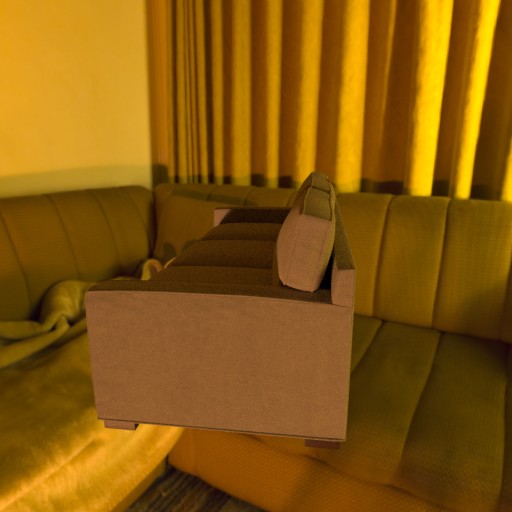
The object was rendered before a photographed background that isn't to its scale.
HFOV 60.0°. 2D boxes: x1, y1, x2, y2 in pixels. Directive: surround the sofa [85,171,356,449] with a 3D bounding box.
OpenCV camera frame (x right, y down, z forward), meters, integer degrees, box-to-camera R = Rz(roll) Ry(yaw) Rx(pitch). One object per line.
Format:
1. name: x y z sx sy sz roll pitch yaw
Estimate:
1. sofa: 0.000 0.000 2.507 0.936 0.862 2.093 2 15 8
